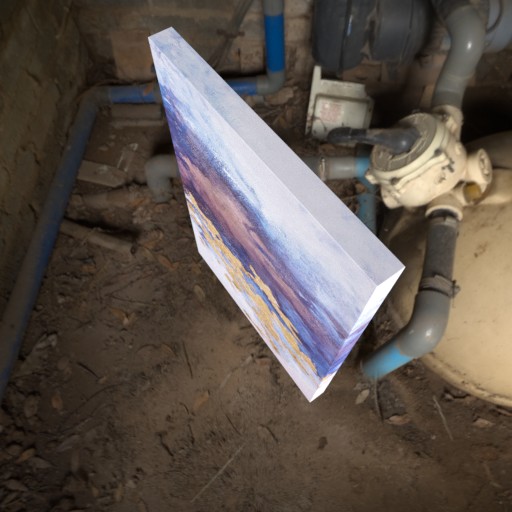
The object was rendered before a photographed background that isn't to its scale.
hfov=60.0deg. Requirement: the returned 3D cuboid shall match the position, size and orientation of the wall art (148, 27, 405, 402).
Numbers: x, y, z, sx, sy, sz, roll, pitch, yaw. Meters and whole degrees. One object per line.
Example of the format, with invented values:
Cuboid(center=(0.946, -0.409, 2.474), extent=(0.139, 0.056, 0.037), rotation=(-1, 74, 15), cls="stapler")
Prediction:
Cuboid(center=(0.000, 0.000, 0.753), extent=(0.036, 0.581, 0.437), rotation=(-32, 66, -16), cls="wall art")
